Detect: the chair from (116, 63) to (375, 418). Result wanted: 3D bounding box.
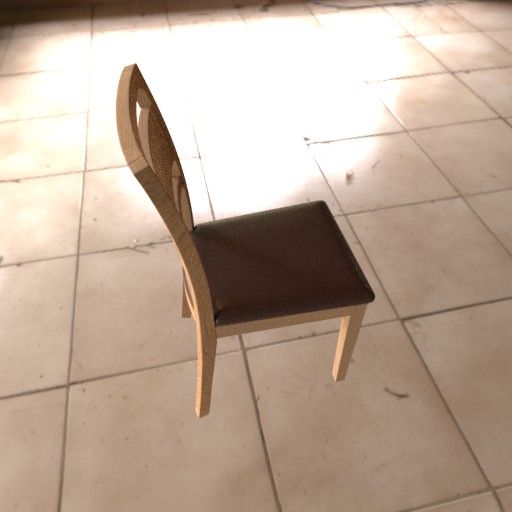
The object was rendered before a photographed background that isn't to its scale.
[{"bbox_3d":[0.000,0.000,1.215,0.545,0.940,0.420,-10,48,-9],"label":"chair"}]
